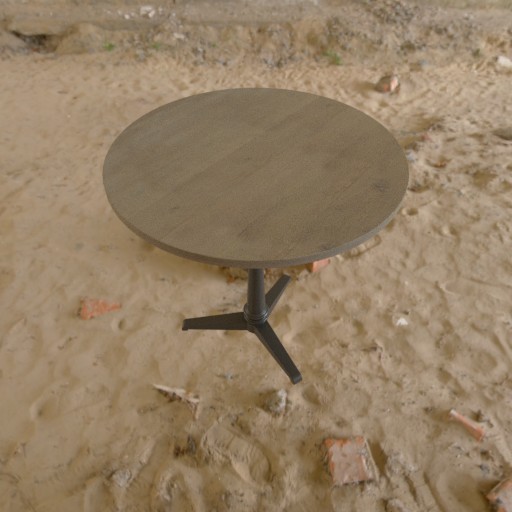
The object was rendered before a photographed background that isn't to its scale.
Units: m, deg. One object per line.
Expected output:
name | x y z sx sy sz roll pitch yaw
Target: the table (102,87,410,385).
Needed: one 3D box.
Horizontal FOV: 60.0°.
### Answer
table | 0.000 0.000 1.464 0.800 0.780 0.800 0 45 0
